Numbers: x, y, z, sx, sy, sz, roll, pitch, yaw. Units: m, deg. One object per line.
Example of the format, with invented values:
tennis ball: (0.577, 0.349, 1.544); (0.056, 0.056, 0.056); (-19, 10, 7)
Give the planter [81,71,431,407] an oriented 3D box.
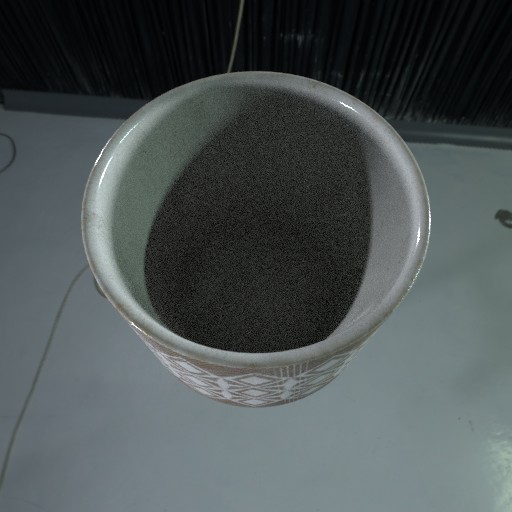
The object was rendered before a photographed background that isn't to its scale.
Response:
planter: (0.000, 0.000, 0.209); (0.126, 0.104, 0.126); (0, 64, 0)
